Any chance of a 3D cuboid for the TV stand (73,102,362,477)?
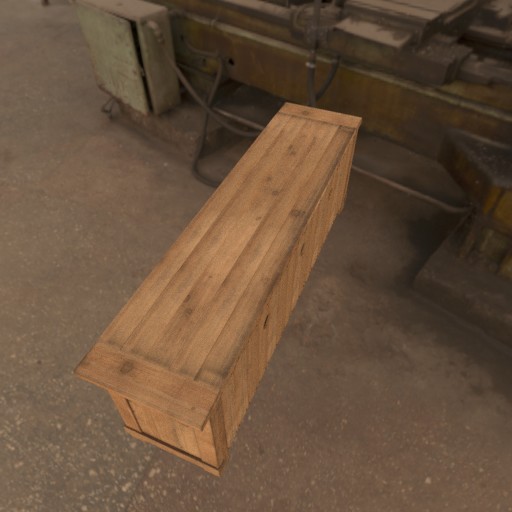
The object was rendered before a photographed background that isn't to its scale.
[{"bbox_3d":[0.000,0.000,2.041,0.453,0.573,1.804,17,49,16],"label":"TV stand"}]
